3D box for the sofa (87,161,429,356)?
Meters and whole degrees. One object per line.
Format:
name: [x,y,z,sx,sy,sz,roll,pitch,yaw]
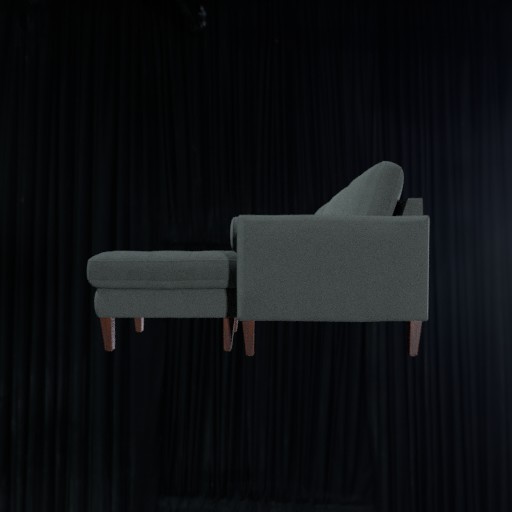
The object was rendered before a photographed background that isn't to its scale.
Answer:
sofa: [0.000,0.000,2.978,1.506,0.876,2.178,0,0,0]
